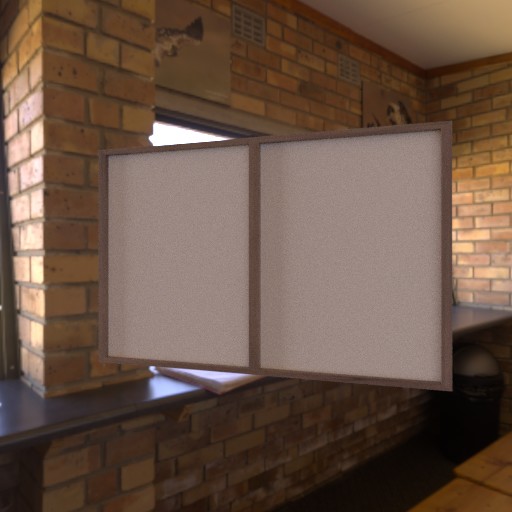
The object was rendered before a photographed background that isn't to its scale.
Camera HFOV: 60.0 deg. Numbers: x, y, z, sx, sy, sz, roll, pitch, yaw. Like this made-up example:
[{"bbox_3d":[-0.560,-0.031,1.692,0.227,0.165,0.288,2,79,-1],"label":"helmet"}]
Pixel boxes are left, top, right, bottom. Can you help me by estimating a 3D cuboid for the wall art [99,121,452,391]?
[{"bbox_3d":[0.000,0.000,1.134,0.919,0.598,0.038,0,0,17],"label":"wall art"}]
